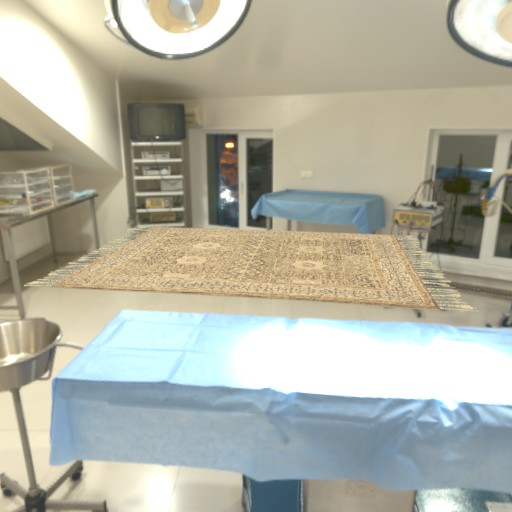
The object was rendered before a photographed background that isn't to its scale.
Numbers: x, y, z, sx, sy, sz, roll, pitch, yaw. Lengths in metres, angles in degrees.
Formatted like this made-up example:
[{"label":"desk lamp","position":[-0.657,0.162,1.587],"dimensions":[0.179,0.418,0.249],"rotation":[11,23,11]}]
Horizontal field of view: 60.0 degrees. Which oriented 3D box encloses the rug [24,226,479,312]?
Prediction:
[{"label":"rug","position":[0.000,0.000,3.104],"dimensions":[2.465,0.023,1.619],"rotation":[2,16,9]}]
